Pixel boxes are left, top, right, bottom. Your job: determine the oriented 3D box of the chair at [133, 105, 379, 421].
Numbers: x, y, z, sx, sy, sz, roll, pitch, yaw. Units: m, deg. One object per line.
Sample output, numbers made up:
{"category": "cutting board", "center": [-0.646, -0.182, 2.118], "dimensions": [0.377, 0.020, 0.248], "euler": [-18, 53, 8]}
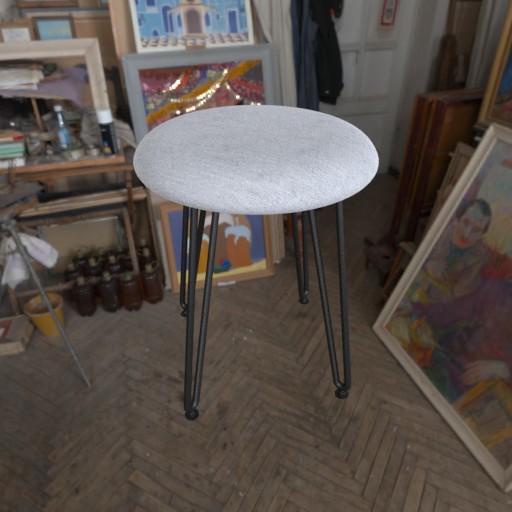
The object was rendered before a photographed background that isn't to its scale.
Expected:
{"category": "chair", "center": [0.000, 0.000, 0.660], "dimensions": [0.350, 0.386, 0.350], "euler": [21, 39, 29]}
